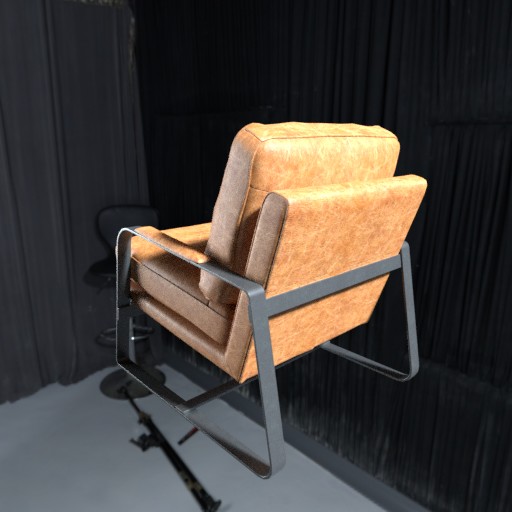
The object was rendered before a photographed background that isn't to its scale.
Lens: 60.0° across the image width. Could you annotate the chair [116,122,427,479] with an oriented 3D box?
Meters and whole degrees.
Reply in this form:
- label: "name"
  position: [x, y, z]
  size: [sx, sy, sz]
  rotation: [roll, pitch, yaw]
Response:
- label: "chair"
  position: [0.000, 0.000, 1.368]
  size: [0.651, 0.777, 0.801]
  rotation: [-14, 20, -41]
